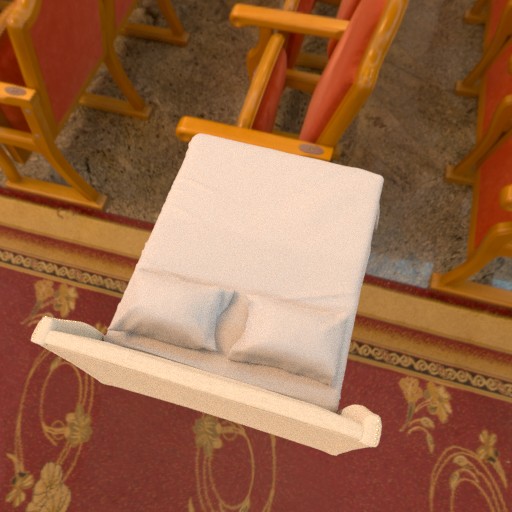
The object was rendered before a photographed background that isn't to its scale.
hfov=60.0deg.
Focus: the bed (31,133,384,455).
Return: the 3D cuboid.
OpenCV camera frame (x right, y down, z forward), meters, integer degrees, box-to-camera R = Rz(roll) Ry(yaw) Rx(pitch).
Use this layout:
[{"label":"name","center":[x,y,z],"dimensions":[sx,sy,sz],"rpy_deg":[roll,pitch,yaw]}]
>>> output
[{"label":"bed","center":[0.000,0.000,3.323],"dimensions":[1.925,1.332,2.276],"rpy_deg":[15,65,7]}]
